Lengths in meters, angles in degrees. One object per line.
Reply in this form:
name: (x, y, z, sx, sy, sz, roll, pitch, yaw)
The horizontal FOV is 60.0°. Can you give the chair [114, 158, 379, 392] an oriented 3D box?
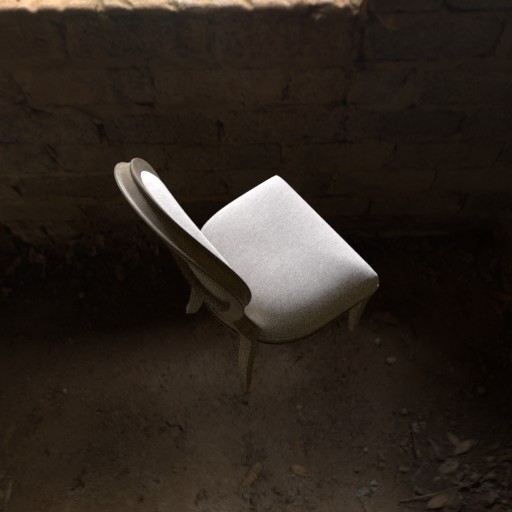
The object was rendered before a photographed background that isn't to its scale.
chair: (0.000, 0.000, 1.353, 0.602, 0.990, 0.558, -32, 64, -18)
